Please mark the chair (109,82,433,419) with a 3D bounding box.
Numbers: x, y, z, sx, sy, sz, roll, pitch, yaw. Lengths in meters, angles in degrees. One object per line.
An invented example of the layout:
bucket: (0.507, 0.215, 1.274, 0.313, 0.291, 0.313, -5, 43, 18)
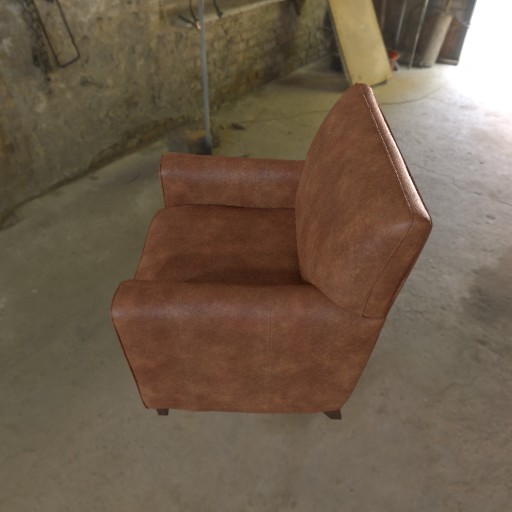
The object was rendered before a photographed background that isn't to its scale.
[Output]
chair: (0.000, 0.000, 1.581, 0.823, 0.943, 0.870, 1, 42, 1)
